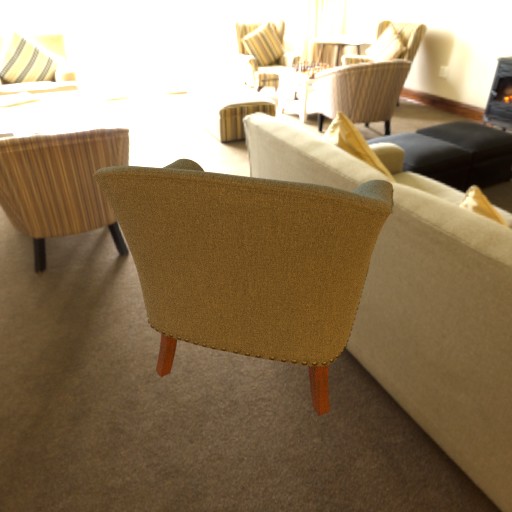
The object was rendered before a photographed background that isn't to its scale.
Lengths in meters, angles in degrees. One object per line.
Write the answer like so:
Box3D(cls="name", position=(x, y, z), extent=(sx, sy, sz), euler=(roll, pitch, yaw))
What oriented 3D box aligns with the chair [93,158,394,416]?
Box3D(cls="chair", position=(0.000, 0.000, 1.445), extent=(0.798, 0.815, 0.704), euler=(9, 33, 15))
